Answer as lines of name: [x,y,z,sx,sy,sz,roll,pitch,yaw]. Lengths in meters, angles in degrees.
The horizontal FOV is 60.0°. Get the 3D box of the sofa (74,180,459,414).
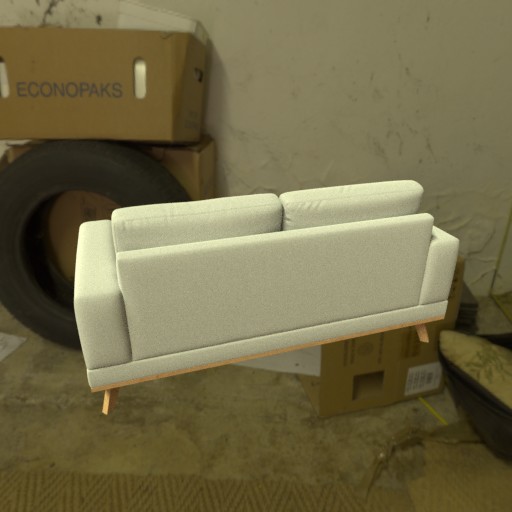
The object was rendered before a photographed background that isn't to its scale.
sofa: [0.000,0.000,2.161,1.651,0.810,0.915,-8,27,-16]
